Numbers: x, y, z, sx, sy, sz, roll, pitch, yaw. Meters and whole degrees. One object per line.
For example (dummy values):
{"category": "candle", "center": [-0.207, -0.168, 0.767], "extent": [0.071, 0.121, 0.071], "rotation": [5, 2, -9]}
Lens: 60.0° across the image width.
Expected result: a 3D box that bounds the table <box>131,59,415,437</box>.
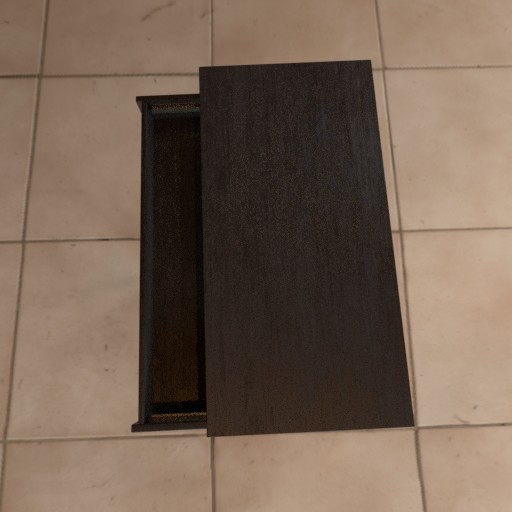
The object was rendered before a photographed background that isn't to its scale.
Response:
{"category": "table", "center": [0.000, 0.000, 1.441], "extent": [0.712, 0.570, 1.000], "rotation": [-3, 77, -1]}
